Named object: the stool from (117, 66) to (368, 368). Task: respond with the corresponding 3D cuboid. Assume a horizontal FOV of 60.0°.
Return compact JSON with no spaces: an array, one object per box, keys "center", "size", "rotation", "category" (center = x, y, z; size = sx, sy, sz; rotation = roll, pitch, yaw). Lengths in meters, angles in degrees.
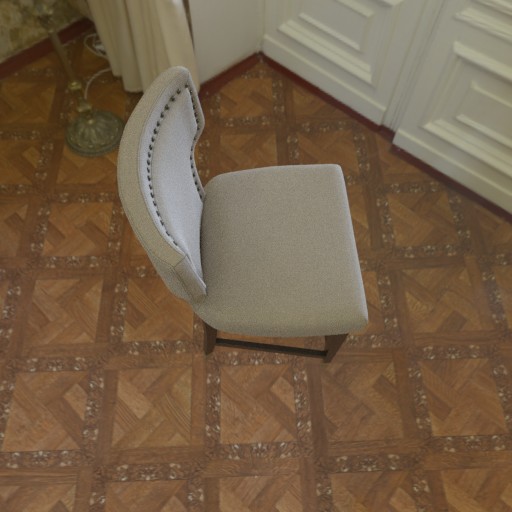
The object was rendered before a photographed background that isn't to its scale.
[{"center":[0.000,0.000,1.329],"size":[0.563,0.982,0.527],"rotation":[-3,64,-1],"category":"stool"}]
